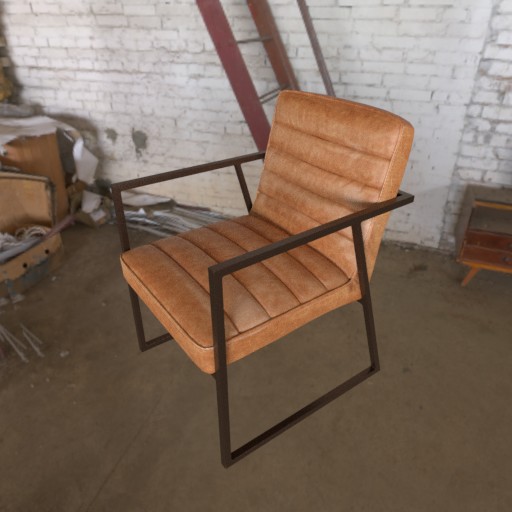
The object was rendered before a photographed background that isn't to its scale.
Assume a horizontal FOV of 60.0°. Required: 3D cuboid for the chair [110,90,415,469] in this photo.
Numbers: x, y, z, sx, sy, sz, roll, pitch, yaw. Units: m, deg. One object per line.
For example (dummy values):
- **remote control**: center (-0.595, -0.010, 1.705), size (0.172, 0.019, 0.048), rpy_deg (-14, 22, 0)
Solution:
- **chair**: center (0.000, 0.000, 1.314), size (0.677, 0.832, 0.571), rpy_deg (-20, 36, -30)
